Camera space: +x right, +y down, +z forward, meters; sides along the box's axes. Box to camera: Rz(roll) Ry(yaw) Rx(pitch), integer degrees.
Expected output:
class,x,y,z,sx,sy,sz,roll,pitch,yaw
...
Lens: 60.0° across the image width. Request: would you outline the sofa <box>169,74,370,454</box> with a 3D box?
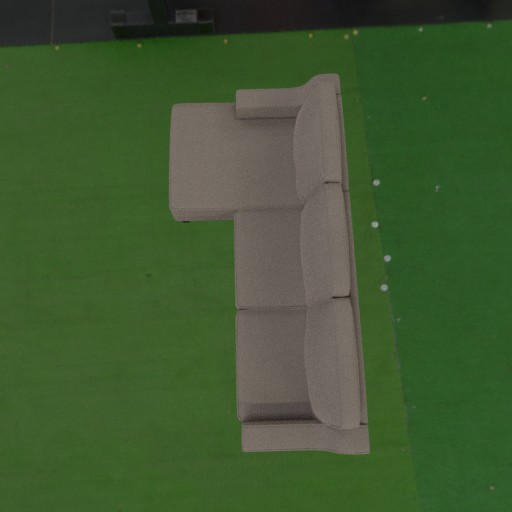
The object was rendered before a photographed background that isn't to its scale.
class,x,y,z,sx,sy,sz,roll,pitch,yaw
sofa,0.000,0.000,3.169,1.294,0.928,2.561,-1,76,0
